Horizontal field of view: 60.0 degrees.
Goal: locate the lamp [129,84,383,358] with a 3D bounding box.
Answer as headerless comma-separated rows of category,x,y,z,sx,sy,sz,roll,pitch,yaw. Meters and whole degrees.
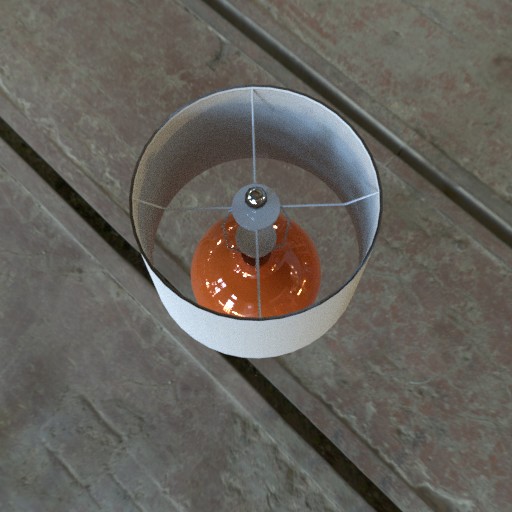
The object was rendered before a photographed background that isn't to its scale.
lamp,0.000,0.000,0.545,0.247,0.387,0.247,0,75,0
